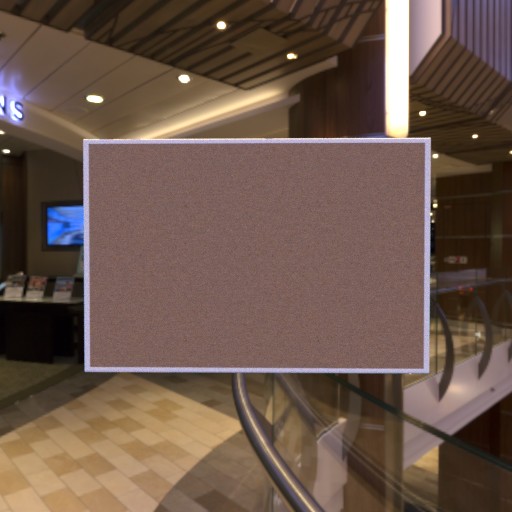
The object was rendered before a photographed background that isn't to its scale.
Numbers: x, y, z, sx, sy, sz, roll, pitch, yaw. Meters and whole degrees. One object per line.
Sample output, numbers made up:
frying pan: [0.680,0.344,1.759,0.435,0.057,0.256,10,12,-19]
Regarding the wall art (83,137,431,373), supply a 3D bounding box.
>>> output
wall art: [0.000,0.000,1.472,1.136,0.769,0.040,0,1,1]
